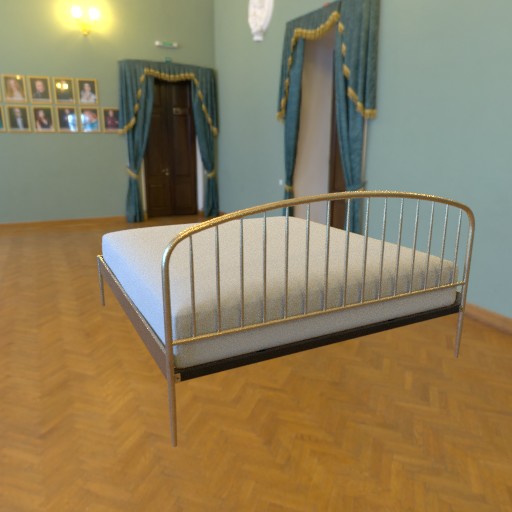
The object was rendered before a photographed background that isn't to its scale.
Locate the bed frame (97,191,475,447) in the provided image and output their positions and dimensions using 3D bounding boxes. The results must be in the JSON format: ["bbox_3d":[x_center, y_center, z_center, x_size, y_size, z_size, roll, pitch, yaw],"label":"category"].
[{"bbox_3d":[0.000,0.000,3.350,2.016,1.174,2.152,-7,16,-26],"label":"bed frame"}]
